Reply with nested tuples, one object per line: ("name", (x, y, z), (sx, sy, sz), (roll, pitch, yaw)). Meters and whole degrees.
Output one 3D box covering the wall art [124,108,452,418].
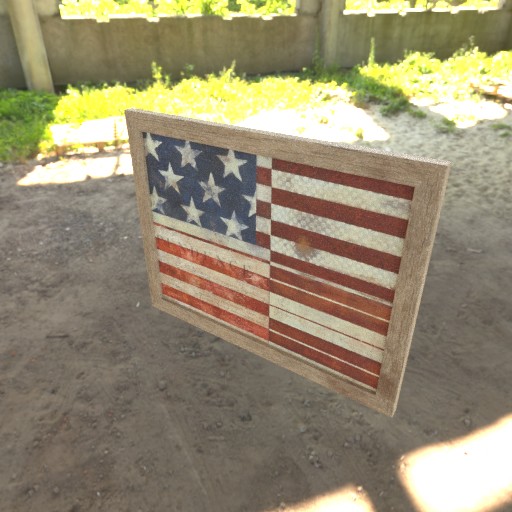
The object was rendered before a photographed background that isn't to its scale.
("wall art", (0.000, 0.000, 0.954), (0.690, 0.535, 0.026), (19, 35, 29))
